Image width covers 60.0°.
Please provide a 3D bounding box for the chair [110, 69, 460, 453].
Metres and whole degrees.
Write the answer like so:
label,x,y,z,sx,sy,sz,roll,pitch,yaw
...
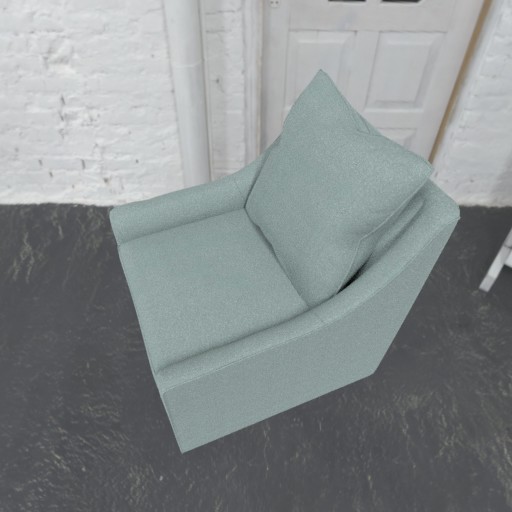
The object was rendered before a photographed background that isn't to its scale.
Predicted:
label,x,y,z,sx,sy,sz,roll,pitch,yaw
chair,0.000,0.000,1.514,0.870,0.926,0.760,-17,50,-15
